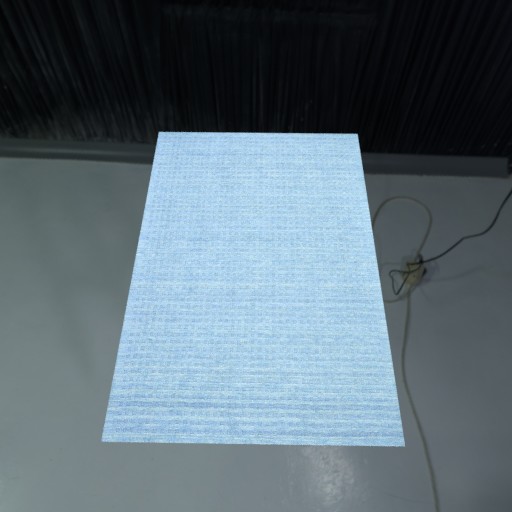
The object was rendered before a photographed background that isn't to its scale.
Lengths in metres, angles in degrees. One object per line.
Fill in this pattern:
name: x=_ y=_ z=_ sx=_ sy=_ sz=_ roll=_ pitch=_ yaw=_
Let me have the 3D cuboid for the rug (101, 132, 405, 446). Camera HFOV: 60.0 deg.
rug: x=0.000 y=0.000 z=3.661 sx=1.982 sy=0.006 sz=2.895 roll=1 pitch=58 yaw=0
